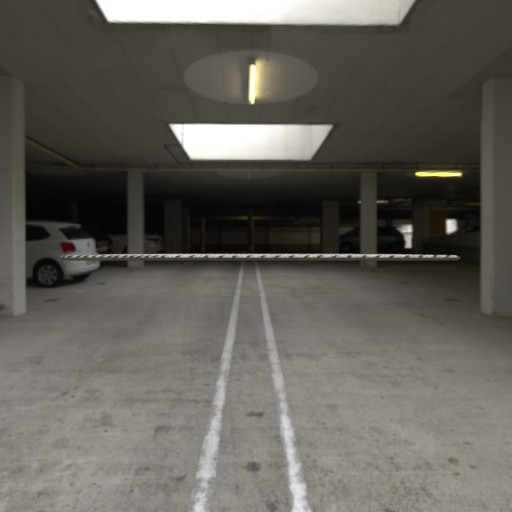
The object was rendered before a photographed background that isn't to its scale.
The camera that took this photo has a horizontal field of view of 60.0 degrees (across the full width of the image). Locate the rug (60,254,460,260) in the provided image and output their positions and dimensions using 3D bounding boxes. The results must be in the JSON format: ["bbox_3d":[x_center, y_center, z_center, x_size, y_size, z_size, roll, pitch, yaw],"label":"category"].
[{"bbox_3d":[0.000,0.000,2.275,1.237,0.019,1.842,0,0,-1],"label":"rug"}]
